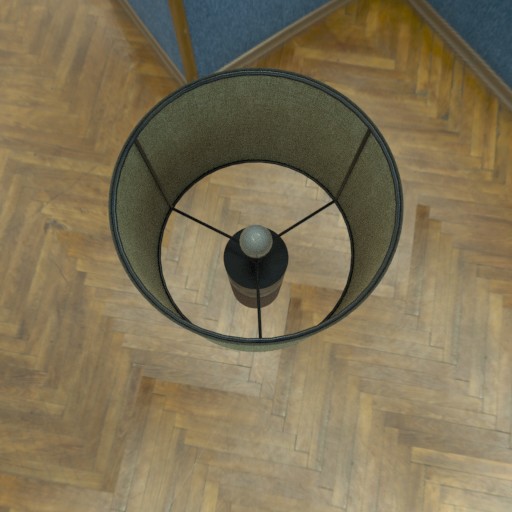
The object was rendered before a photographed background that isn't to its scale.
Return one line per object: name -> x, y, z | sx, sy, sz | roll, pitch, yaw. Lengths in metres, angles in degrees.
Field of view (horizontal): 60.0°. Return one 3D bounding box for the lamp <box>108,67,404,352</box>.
lamp -> 0.000, 0.000, 0.473 | 0.202, 0.350, 0.202 | 0, 76, 0
